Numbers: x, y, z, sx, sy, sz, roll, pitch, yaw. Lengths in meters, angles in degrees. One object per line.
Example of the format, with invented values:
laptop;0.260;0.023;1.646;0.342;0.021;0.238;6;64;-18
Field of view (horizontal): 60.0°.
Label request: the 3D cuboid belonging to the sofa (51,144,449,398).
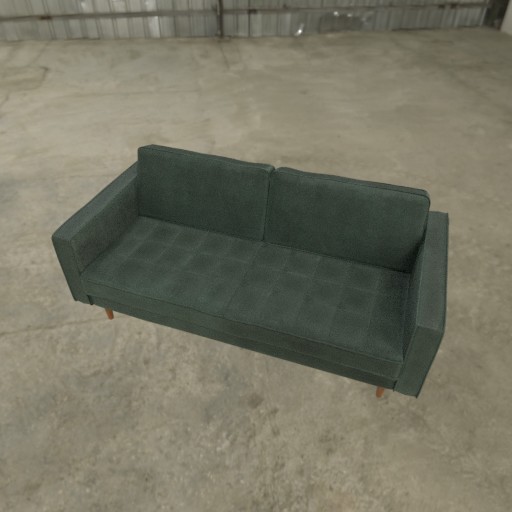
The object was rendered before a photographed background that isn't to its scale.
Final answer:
sofa;0.000;0.000;2.299;1.816;0.781;0.886;13;41;15
